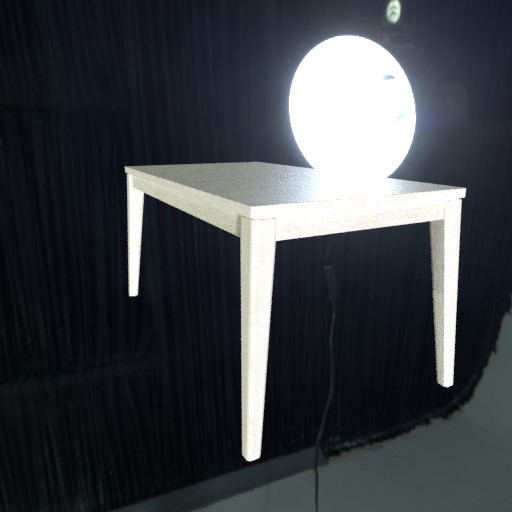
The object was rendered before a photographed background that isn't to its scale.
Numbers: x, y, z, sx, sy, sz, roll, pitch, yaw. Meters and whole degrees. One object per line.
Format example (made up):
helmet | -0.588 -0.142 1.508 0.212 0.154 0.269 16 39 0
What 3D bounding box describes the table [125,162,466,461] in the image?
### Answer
table | 0.000 0.000 2.099 0.900 0.760 1.600 -8 18 -27
